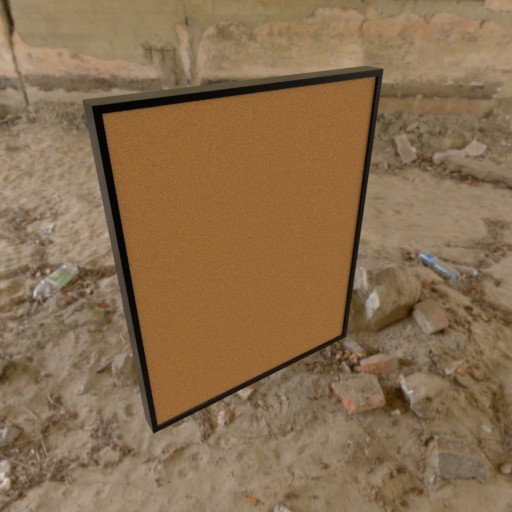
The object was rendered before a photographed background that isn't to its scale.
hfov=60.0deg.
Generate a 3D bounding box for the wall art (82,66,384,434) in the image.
[{"bbox_3d":[0.000,0.000,0.744,0.451,0.553,0.039,-19,36,-28],"label":"wall art"}]
